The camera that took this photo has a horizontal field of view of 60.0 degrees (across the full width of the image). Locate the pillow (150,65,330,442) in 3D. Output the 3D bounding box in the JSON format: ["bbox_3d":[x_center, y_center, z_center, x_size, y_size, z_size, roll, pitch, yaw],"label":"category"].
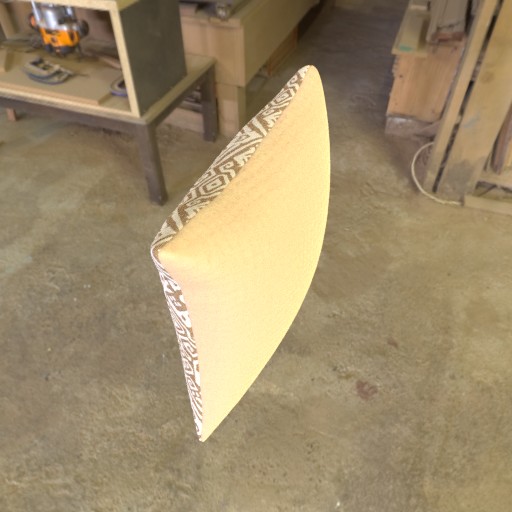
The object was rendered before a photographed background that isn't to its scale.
[{"bbox_3d":[0.000,0.000,0.652,0.173,0.407,0.419,18,49,16],"label":"pillow"}]
